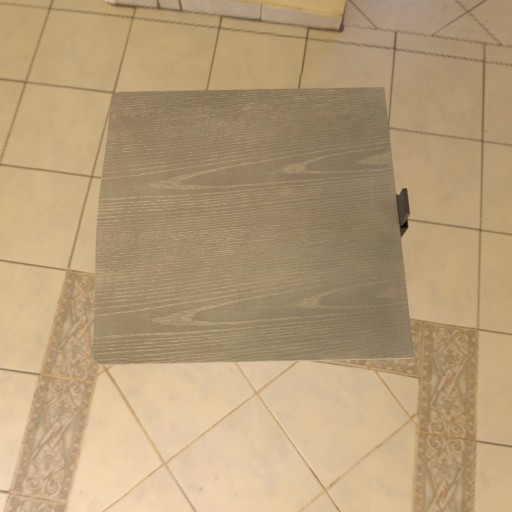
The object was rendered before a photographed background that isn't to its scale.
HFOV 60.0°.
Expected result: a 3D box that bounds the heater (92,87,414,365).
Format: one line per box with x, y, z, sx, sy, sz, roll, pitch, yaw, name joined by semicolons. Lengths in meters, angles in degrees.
0.000;0.000;0.756;0.400;0.481;0.362;-1;75;0;heater
